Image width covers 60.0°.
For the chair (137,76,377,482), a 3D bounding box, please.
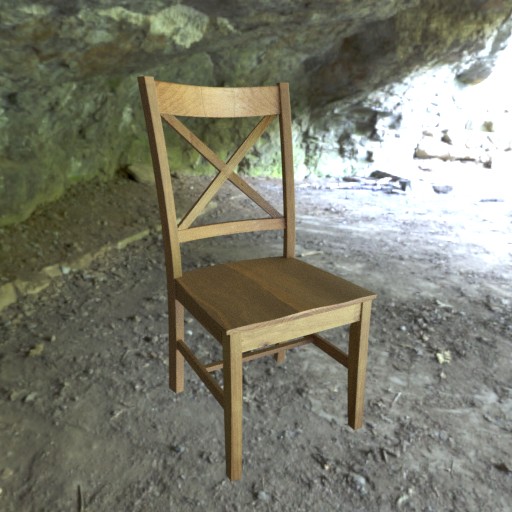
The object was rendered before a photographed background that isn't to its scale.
[{"bbox_3d":[0.000,0.000,1.284,0.485,0.983,0.542,-9,19,-27],"label":"chair"}]
